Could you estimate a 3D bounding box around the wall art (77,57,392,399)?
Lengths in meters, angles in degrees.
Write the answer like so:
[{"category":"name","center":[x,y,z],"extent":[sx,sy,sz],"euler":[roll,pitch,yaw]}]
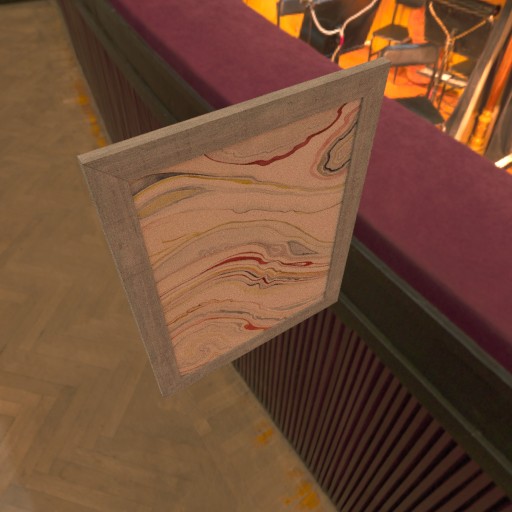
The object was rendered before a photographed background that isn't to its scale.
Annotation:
[{"category":"wall art","center":[0.000,0.000,0.821],"extent":[0.481,0.613,0.020],"euler":[-26,53,-21]}]
